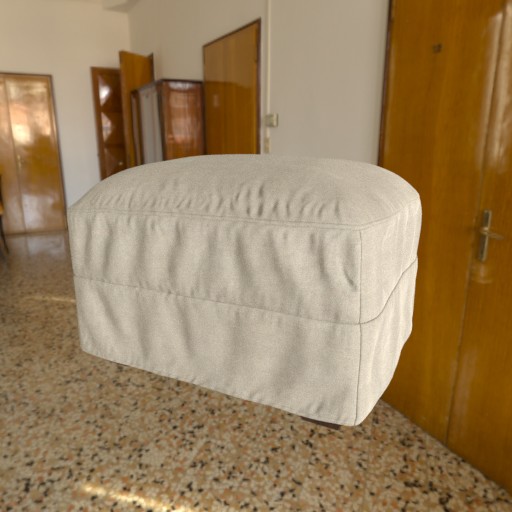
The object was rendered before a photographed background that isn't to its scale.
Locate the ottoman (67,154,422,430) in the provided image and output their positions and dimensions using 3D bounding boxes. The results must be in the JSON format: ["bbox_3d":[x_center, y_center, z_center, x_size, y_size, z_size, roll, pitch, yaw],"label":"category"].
[{"bbox_3d":[0.000,0.000,1.076,0.712,0.480,0.584,8,17,26],"label":"ottoman"}]
